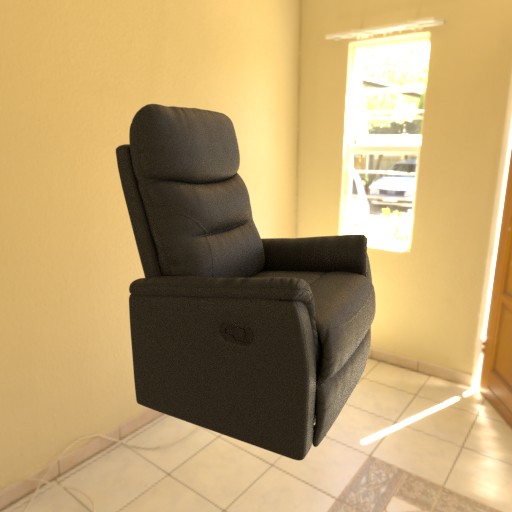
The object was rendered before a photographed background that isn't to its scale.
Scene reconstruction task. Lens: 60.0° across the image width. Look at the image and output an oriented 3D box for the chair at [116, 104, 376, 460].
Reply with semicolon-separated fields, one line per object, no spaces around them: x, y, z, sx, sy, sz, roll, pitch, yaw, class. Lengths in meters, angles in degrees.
0.000;0.000;1.677;0.831;1.082;0.775;7;16;27;chair
